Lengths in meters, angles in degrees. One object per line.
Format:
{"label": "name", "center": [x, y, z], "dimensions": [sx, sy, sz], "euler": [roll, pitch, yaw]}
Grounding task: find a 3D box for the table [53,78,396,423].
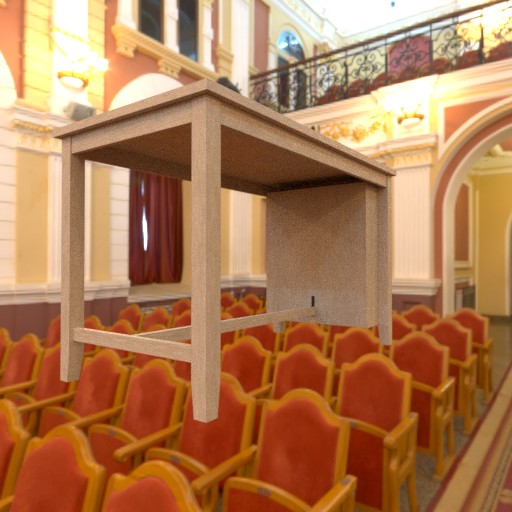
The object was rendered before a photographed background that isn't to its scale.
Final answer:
{"label": "table", "center": [0.000, 0.000, 1.887], "dimensions": [0.729, 0.874, 1.397], "euler": [-1, -1, 37]}
